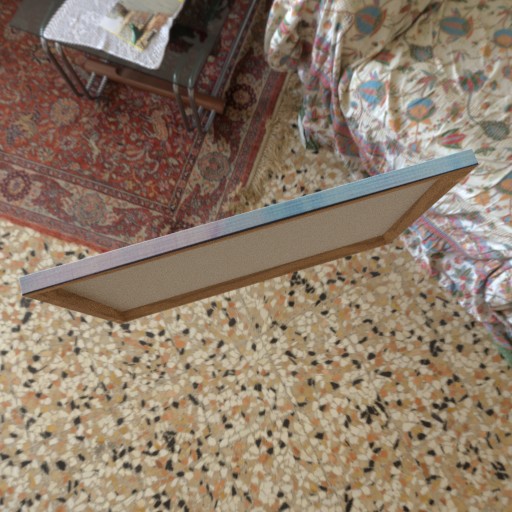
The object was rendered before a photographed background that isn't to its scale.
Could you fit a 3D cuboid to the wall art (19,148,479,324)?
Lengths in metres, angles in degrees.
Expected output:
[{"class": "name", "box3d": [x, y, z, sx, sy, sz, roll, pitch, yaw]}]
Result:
[{"class": "wall art", "box3d": [0.000, 0.000, 1.144, 0.911, 0.605, 0.037, -16, 77, -4]}]
